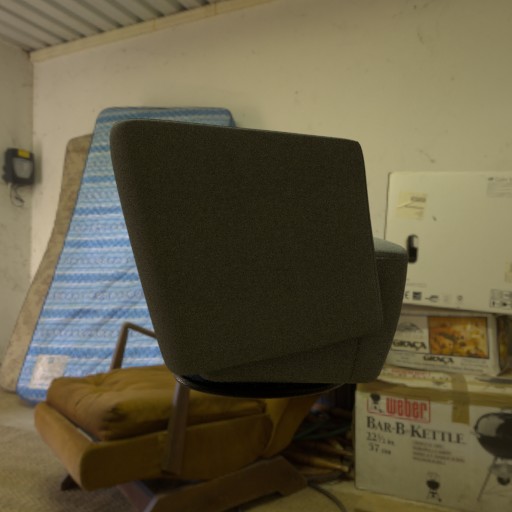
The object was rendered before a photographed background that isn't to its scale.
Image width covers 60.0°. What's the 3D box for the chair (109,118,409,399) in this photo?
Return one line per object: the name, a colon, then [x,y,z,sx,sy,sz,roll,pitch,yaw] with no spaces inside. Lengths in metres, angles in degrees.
chair: [0.000,0.000,1.633,0.986,0.861,0.822,0,-1,1]
